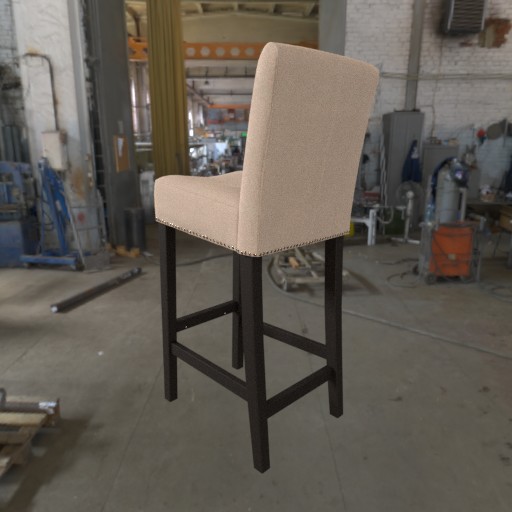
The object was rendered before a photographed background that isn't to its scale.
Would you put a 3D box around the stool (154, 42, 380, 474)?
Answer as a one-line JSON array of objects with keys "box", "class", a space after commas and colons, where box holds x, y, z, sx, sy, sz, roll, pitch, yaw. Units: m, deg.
[{"box": [0.000, 0.000, 1.310, 0.548, 1.047, 0.411, 14, 20, 43], "class": "stool"}]
